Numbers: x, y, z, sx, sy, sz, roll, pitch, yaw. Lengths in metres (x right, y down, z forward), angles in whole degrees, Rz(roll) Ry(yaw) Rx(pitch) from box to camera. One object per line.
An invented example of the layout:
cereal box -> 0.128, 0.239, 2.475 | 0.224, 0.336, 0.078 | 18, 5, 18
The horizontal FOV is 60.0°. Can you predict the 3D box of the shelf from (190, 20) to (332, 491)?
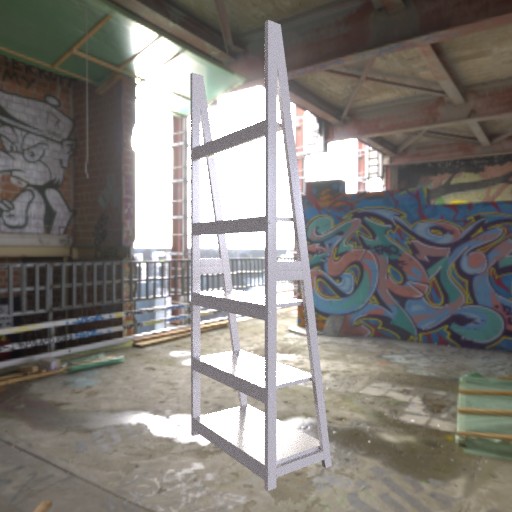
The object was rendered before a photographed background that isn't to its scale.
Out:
shelf -> 0.000, 0.000, 2.028 | 0.341, 1.779, 0.636 | -1, 1, -36
